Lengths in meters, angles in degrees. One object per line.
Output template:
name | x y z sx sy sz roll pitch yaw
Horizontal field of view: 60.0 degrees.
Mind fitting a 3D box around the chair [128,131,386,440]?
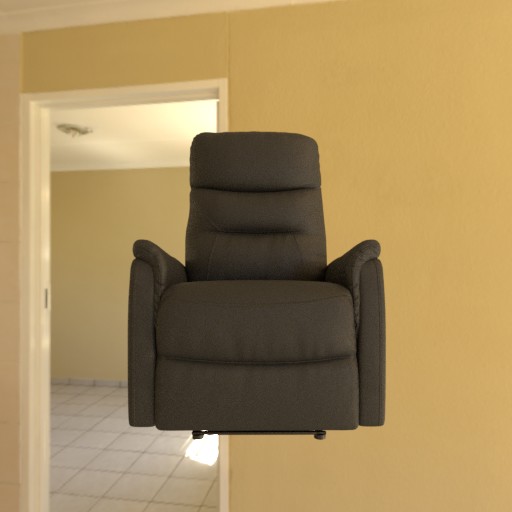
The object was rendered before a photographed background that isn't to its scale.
chair | 0.000 0.000 1.664 0.775 1.082 0.831 0 0 0
